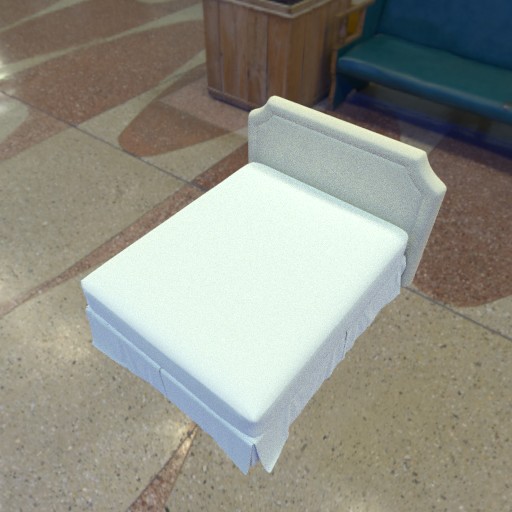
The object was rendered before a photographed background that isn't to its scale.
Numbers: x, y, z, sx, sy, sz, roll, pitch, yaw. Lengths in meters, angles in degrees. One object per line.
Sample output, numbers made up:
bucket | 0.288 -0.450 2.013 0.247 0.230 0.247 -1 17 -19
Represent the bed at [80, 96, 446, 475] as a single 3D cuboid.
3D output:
bed | 0.000 0.000 3.322 1.827 1.296 2.209 30 53 26
